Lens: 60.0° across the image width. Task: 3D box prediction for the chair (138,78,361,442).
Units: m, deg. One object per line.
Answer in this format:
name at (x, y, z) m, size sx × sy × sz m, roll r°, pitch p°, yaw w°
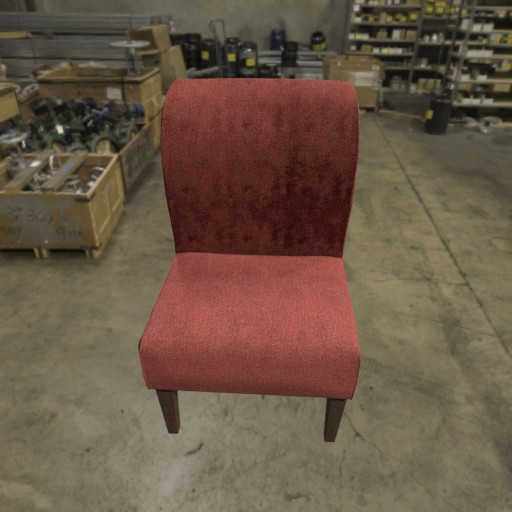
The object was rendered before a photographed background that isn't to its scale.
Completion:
chair at (0.000, 0.000, 1.254) m, size 0.538 × 0.846 × 0.640 m, roll 2°, pitch 32°, yaw 3°
